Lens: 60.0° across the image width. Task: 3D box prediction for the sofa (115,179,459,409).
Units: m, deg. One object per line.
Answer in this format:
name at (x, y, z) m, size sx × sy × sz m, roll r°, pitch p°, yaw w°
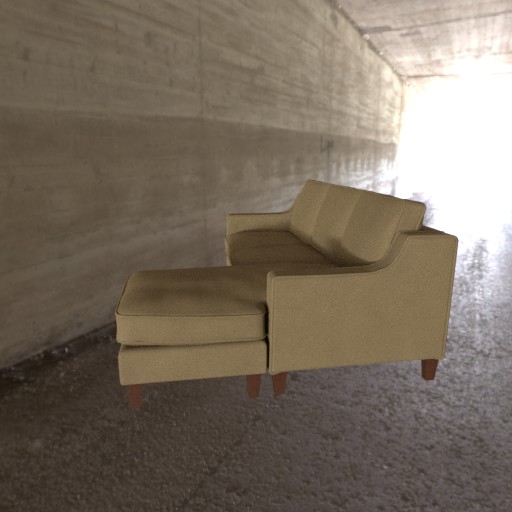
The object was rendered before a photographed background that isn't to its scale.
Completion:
sofa at (0.000, 0.000, 3.411) m, size 1.858 × 1.066 × 2.317 m, roll -2°, pitch 14°, yaw -9°
